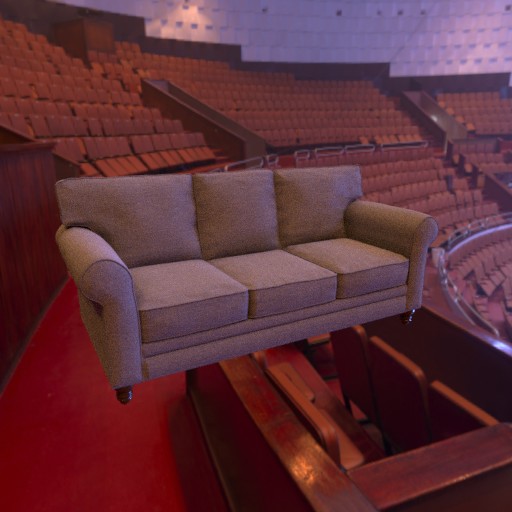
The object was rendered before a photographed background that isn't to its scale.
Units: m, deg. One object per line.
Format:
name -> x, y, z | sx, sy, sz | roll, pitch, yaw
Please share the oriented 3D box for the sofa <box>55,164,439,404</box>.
sofa -> 0.000, 0.000, 2.608 | 2.084, 0.961, 0.916 | -9, 18, -28
